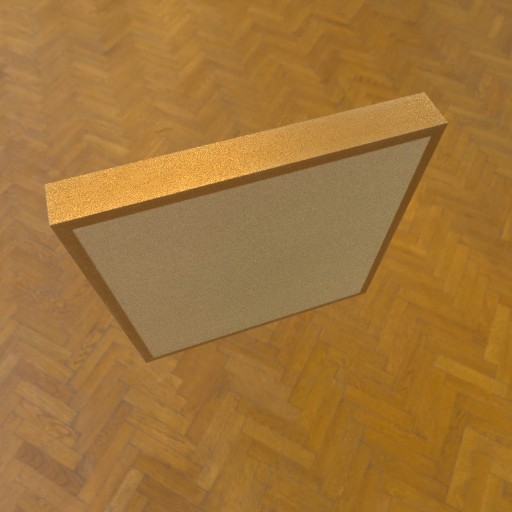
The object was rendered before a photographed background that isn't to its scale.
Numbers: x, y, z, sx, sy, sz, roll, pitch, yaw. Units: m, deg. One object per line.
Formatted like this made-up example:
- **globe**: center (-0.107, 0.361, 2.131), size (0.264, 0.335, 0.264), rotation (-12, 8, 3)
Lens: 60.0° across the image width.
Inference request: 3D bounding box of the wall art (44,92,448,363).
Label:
- **wall art**: center (0.000, 0.000, 0.462), size (0.306, 0.305, 0.038), rotation (-16, 61, -9)
